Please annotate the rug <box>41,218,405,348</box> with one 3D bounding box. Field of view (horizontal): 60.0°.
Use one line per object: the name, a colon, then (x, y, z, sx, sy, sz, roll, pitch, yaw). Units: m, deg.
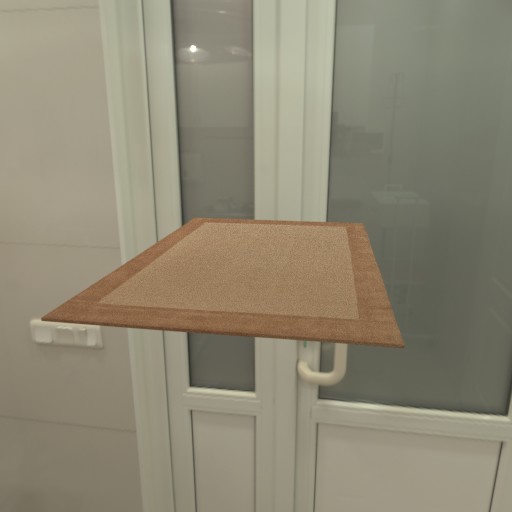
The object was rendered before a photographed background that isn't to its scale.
rug: (0.000, 0.000, 2.311, 1.219, 0.014, 1.829, 3, 16, 9)
